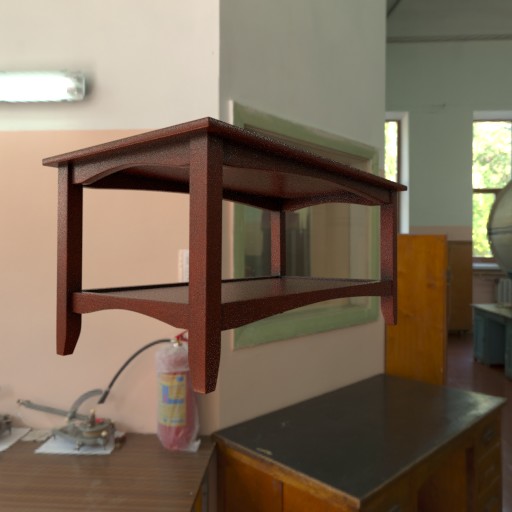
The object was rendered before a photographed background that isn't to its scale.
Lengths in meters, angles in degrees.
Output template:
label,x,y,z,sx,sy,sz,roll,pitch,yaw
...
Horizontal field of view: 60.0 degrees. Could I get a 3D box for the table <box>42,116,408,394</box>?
label,x,y,z,sx,sy,sz,roll,pitch,yaw
table,0.000,0.000,1.244,0.533,0.456,0.943,0,1,37
